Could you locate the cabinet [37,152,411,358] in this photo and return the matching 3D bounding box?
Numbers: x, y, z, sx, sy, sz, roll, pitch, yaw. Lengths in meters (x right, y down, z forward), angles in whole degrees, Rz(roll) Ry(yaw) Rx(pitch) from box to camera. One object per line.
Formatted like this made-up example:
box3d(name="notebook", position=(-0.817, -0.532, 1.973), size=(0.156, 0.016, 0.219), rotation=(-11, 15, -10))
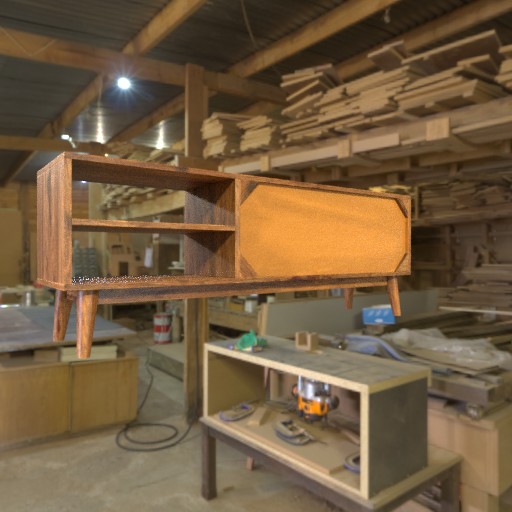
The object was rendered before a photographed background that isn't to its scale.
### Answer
box3d(name="cabinet", position=(0.000, 0.000, 1.680), size=(1.448, 0.528, 0.349), rotation=(0, 0, -36))
